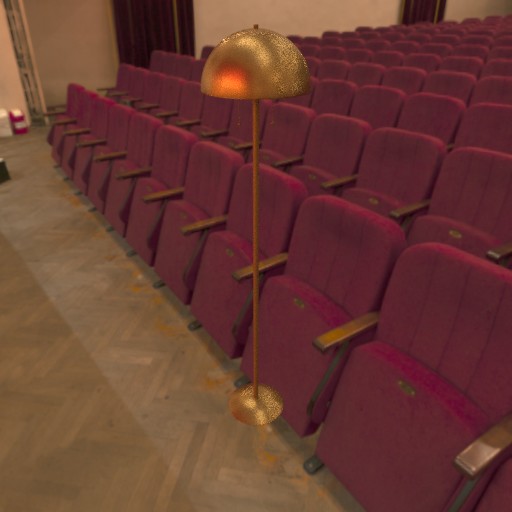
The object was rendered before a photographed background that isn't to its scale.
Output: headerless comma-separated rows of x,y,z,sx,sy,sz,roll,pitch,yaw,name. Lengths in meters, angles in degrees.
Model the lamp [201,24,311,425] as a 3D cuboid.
0.000,0.000,1.598,0.328,1.480,0.328,-17,33,-29,lamp
